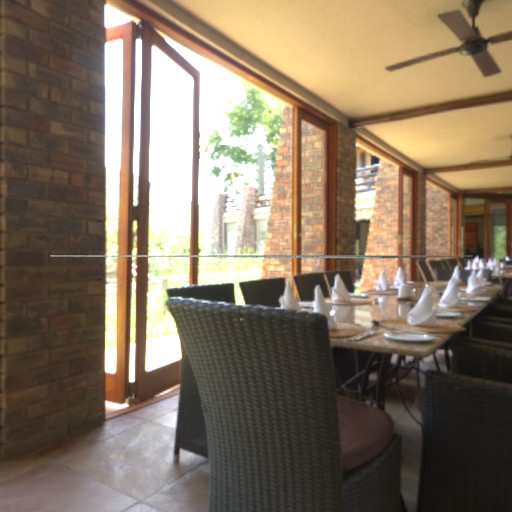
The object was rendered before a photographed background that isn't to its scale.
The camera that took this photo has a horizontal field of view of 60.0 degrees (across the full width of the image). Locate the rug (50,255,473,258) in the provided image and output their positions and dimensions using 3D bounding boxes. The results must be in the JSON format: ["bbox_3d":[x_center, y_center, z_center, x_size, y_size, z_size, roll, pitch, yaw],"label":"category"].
[{"bbox_3d":[0.000,0.000,2.293,1.827,0.005,1.229,0,0,37],"label":"rug"}]
